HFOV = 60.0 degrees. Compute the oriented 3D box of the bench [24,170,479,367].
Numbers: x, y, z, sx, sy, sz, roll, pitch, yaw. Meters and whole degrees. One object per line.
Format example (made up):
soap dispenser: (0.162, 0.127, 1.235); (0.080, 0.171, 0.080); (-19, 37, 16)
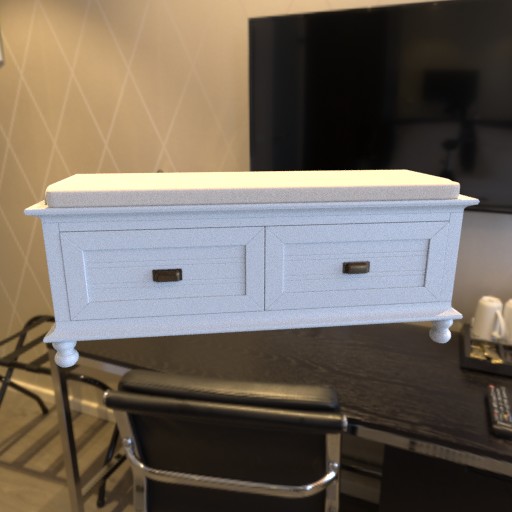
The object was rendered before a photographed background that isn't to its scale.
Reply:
bench: (0.000, 0.000, 1.389); (1.185, 0.486, 0.402); (-2, 17, -7)
